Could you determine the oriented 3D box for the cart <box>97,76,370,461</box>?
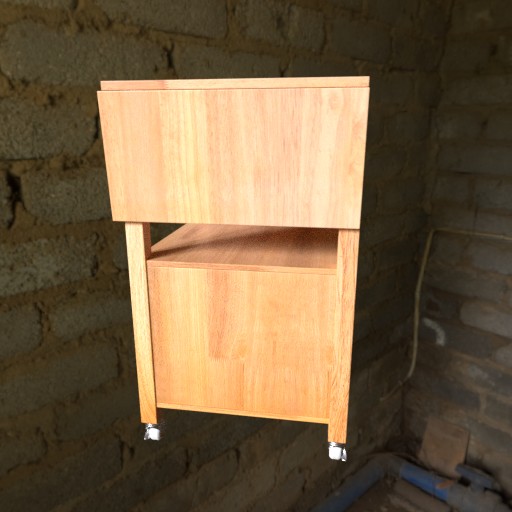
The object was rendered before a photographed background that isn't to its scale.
[{"bbox_3d":[0.000,0.000,1.205,0.508,0.838,0.640,2,16,8],"label":"cart"}]
